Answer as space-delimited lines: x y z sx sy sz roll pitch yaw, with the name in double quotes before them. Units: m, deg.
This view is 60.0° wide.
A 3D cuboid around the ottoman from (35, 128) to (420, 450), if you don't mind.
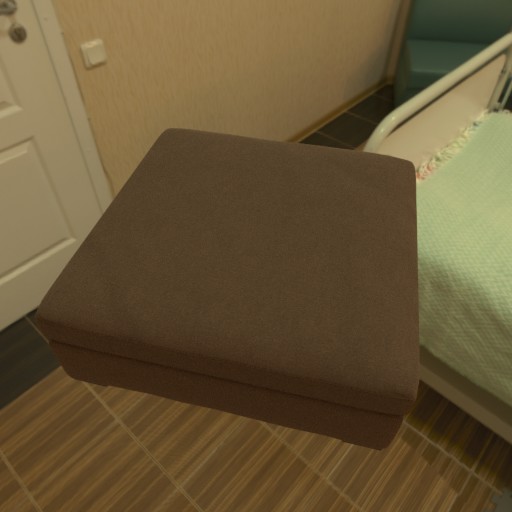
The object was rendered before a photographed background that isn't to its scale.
"ottoman" 0.000 0.000 1.779 1.181 0.470 1.181 10 47 9
